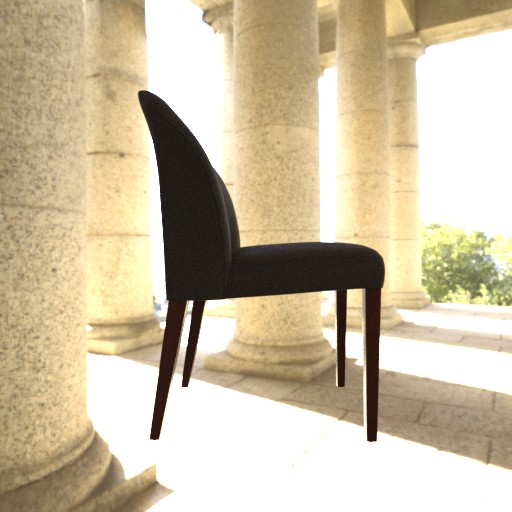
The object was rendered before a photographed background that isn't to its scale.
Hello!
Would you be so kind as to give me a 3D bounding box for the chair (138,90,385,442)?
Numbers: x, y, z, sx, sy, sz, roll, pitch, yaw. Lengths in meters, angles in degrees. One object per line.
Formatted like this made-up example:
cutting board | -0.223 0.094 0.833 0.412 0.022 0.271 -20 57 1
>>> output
chair | 0.000 0.000 1.261 0.619 0.879 0.506 0 1 1
